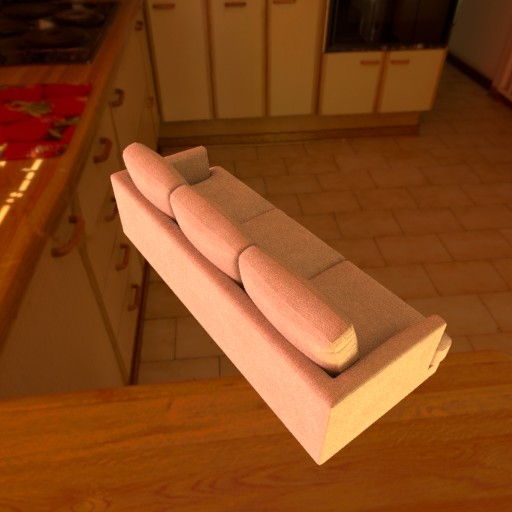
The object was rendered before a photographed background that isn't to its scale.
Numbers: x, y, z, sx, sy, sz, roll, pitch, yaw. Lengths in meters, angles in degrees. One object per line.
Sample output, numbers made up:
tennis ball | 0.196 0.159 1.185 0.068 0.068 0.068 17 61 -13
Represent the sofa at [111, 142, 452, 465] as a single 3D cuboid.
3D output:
sofa | 0.000 0.000 2.742 0.903 0.930 2.246 -26 47 -27
